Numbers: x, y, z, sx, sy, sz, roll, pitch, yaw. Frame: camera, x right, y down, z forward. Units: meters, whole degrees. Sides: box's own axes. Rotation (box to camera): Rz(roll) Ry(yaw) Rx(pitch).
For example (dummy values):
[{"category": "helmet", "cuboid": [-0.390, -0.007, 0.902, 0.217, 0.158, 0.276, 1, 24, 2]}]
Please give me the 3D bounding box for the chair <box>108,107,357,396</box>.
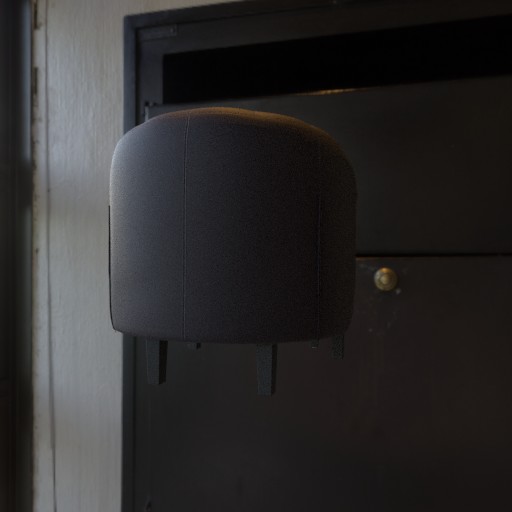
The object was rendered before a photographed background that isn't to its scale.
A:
[{"category": "chair", "cuboid": [0.000, 0.000, 1.680, 0.763, 0.760, 1.191, 0, -1, 18]}]
